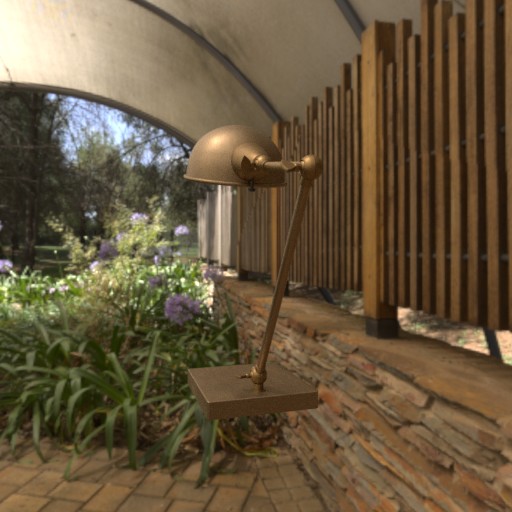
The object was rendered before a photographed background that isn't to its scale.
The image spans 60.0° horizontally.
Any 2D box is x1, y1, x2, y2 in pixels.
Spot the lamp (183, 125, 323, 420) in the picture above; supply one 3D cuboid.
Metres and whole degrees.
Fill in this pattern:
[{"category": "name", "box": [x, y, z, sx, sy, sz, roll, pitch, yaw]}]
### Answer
[{"category": "lamp", "box": [0.000, 0.000, 0.545, 0.149, 0.371, 0.339, 0, 0, -17]}]
